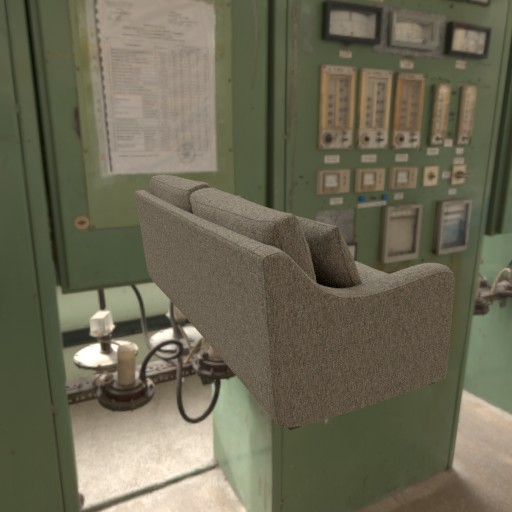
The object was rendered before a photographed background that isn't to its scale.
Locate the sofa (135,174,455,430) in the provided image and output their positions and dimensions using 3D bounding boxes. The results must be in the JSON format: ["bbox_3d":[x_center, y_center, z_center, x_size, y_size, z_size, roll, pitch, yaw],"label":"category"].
[{"bbox_3d":[0.000,0.000,2.994,1.103,0.998,2.418,-7,16,-25],"label":"sofa"}]
